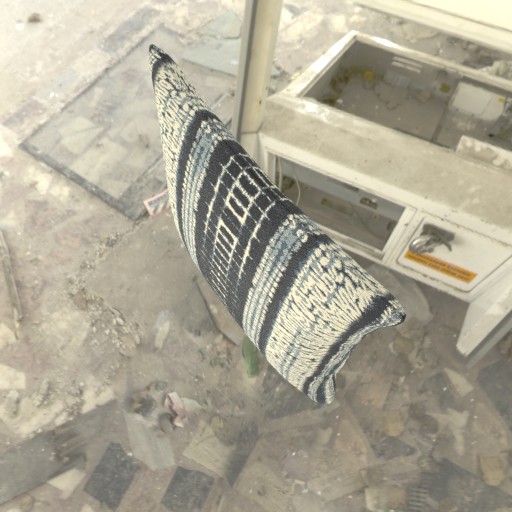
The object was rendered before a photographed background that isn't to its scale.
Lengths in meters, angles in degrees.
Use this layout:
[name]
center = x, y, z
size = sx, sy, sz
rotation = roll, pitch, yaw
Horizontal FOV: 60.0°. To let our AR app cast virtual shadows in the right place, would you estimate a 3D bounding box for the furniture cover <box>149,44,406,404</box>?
[furniture cover]
center = 0.000, 0.000, 0.639
size = 0.133, 0.435, 0.425
rotation = -33, 68, -16
